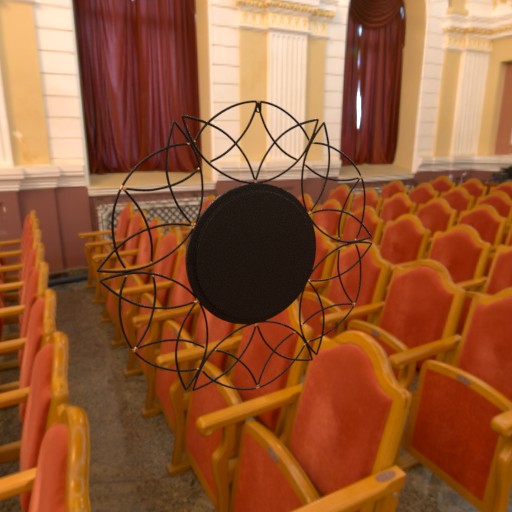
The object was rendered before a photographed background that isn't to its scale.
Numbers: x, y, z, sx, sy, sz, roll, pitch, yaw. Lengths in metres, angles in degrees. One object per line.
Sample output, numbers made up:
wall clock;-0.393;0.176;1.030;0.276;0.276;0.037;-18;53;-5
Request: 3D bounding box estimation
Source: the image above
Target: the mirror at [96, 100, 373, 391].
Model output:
mirror;0.000;0.000;1.167;0.797;0.775;0.028;-7;16;-26
